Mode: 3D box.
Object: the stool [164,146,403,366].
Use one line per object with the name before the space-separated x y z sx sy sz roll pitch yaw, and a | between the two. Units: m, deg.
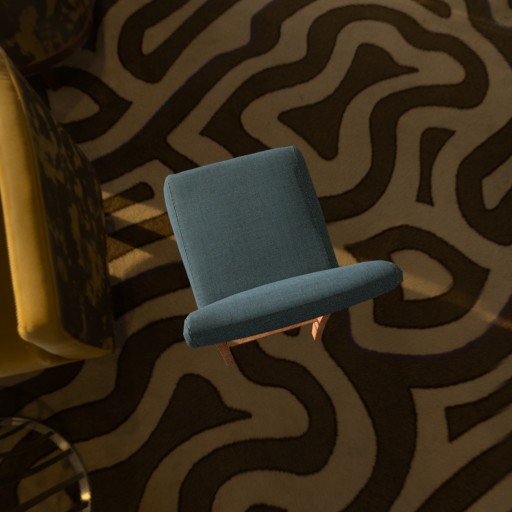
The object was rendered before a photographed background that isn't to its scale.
stool | 0.000 0.000 1.409 0.454 1.088 0.574 -16 75 -4
